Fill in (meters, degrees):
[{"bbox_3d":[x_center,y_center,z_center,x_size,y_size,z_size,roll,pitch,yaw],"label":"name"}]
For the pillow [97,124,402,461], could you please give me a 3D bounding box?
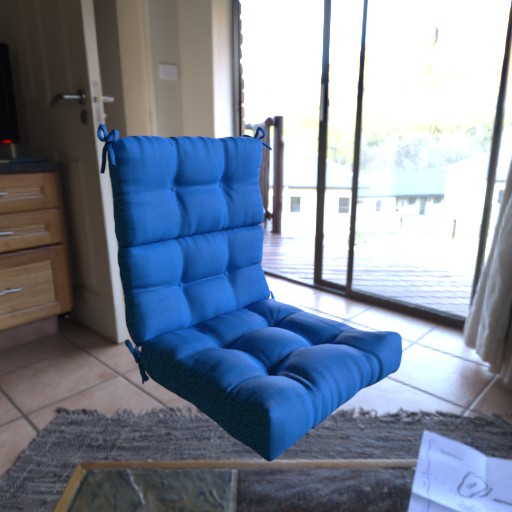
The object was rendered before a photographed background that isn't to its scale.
[{"bbox_3d":[0.000,0.000,1.049,0.519,0.605,0.571,-14,20,-43],"label":"pillow"}]
